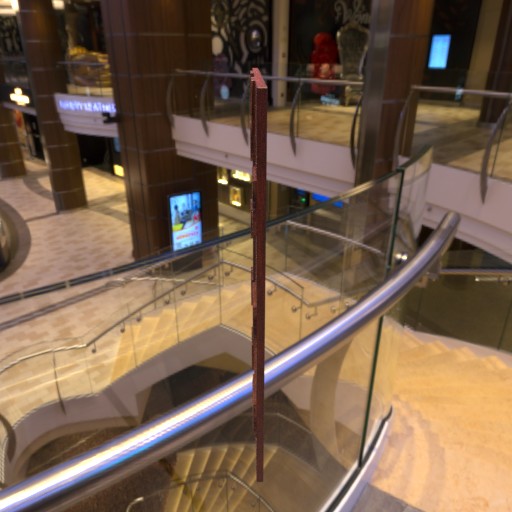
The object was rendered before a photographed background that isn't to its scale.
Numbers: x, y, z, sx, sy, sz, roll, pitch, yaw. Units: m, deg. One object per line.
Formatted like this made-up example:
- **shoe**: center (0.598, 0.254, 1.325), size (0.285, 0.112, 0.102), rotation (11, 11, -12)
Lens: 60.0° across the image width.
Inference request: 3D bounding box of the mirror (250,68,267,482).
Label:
- **mirror**: center (0.000, 0.000, 1.063), size (0.021, 0.805, 0.600), rotation (0, 25, -1)
